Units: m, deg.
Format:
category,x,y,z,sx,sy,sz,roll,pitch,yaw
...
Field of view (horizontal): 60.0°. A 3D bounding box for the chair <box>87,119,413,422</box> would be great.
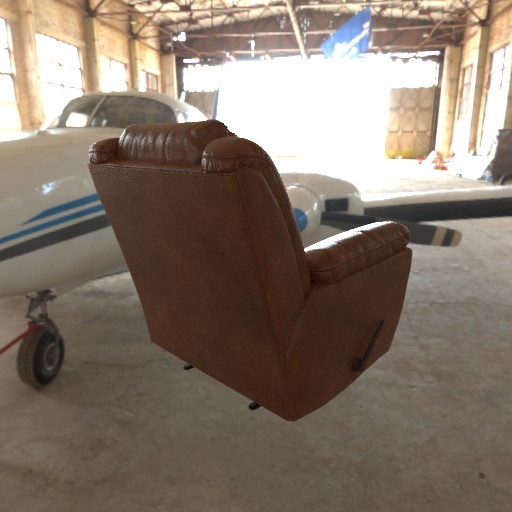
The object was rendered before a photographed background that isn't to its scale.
category,x,y,z,sx,sy,sz,roll,pitch,yaw
chair,0.000,0.000,1.917,1.041,1.093,0.990,-14,20,-43
